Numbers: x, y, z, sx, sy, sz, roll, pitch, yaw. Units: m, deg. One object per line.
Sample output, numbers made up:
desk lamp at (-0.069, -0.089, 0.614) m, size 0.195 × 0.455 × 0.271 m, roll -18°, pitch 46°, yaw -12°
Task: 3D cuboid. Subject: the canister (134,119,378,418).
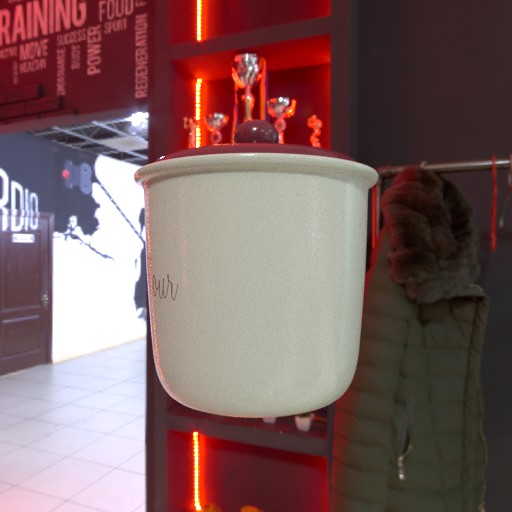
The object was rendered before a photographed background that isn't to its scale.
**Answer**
canister at (0.000, 0.000, 0.342) m, size 0.182 × 0.208 × 0.182 m, roll 0°, pitch 0°, yaw 0°
